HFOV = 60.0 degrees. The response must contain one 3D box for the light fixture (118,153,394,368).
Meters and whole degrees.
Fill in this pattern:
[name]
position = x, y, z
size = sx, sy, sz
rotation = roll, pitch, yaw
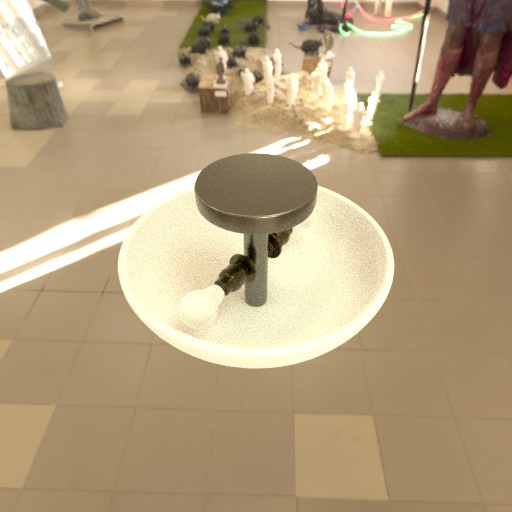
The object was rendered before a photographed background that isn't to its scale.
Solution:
[light fixture]
position = 0.000, 0.000, 0.554
size = 0.330, 0.214, 0.330
rotation = 0, 40, 0
